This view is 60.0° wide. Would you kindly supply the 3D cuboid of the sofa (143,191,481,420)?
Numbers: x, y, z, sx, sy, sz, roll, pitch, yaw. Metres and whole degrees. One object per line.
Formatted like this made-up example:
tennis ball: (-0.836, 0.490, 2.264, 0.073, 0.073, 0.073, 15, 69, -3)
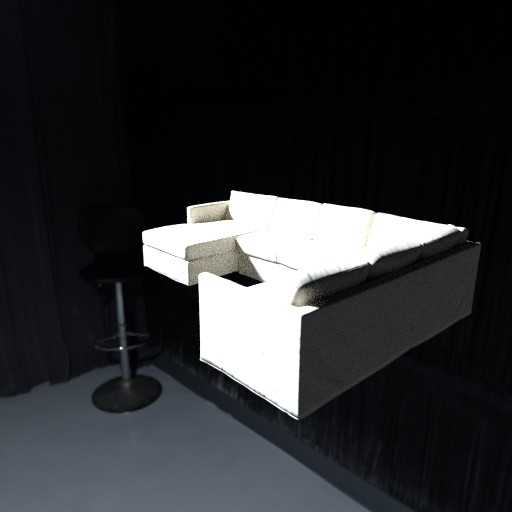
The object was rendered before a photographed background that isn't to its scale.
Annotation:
sofa: (0.000, 0.000, 4.537, 2.448, 0.882, 3.464, -14, 21, -40)
